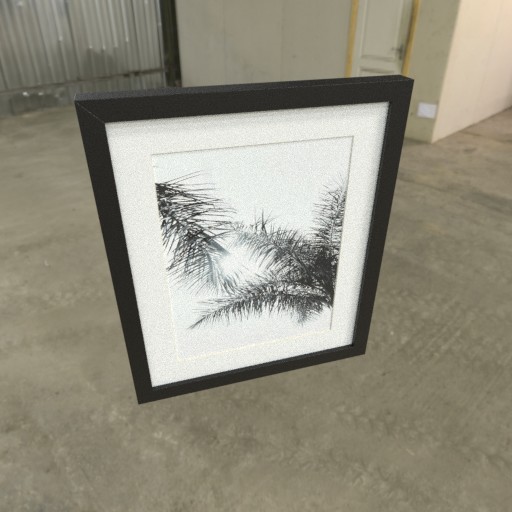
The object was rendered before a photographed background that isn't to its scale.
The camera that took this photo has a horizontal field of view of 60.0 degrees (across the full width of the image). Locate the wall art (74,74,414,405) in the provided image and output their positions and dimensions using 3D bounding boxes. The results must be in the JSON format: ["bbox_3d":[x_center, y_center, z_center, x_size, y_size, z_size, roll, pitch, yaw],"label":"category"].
[{"bbox_3d":[0.000,0.000,0.521,0.325,0.380,0.028,-9,33,-14],"label":"wall art"}]
